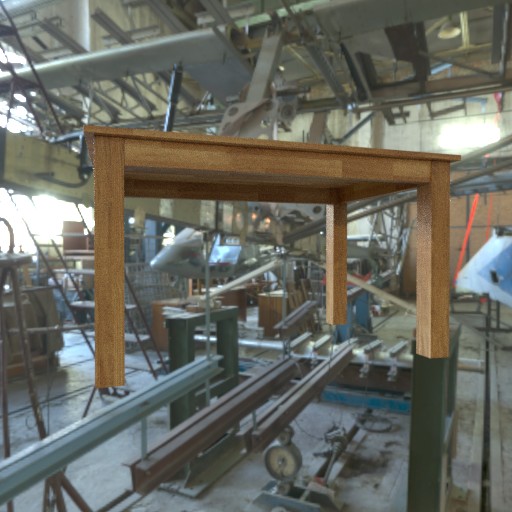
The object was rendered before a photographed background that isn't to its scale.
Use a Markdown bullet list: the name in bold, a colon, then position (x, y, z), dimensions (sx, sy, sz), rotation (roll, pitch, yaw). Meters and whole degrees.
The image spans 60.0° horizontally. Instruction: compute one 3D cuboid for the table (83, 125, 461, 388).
- **table**: position (0.000, 0.000, 1.869), dimensions (1.300, 0.750, 0.900), rotation (0, 1, -18)
